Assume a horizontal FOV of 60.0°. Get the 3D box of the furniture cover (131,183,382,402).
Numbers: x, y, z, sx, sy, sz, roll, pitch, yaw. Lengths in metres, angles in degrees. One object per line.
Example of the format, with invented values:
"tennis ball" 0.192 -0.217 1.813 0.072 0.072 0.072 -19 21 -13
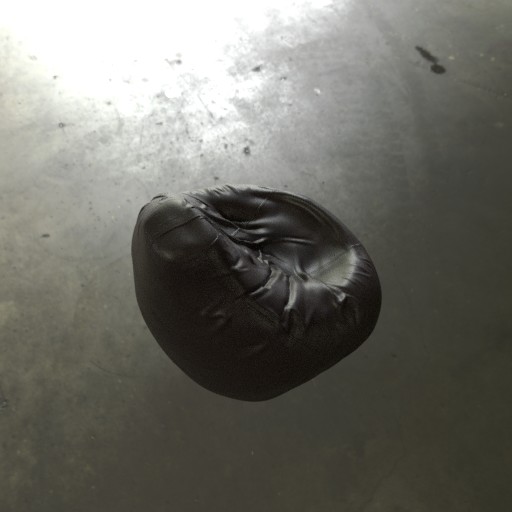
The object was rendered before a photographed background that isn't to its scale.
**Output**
"furniture cover" 0.000 0.000 1.917 1.070 0.990 1.070 -34 64 -19
